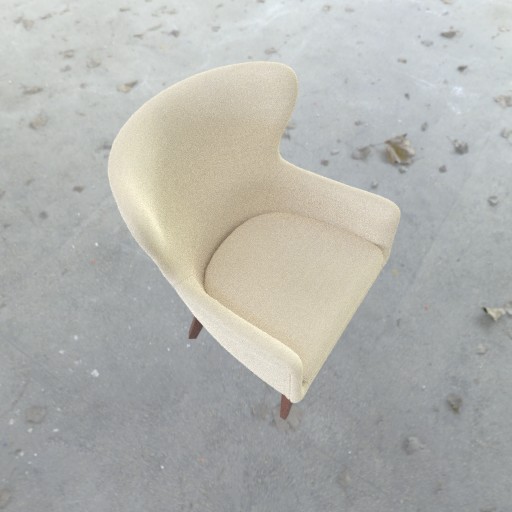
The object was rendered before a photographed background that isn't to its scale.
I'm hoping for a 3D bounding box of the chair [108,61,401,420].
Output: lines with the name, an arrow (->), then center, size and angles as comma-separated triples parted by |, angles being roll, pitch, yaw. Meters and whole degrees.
chair -> 0.000, 0.000, 1.507 | 0.744, 0.990, 0.696 | 30, 62, 18
